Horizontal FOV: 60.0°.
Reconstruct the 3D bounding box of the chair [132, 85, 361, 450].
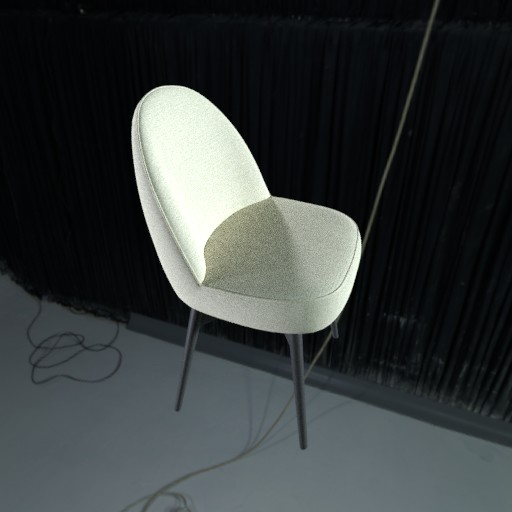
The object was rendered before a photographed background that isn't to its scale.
[{"bbox_3d":[0.000,0.000,1.203,0.540,0.838,0.532,10,33,16],"label":"chair"}]
